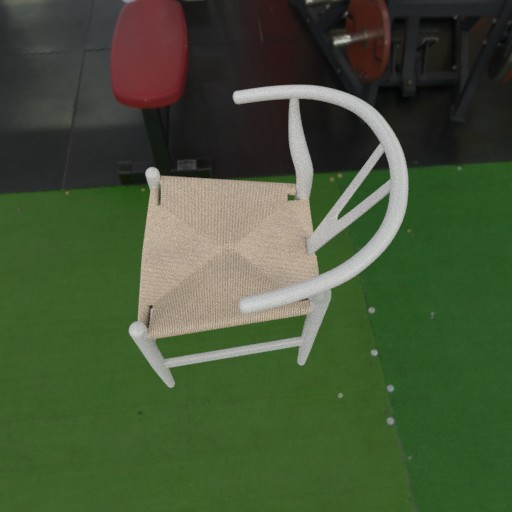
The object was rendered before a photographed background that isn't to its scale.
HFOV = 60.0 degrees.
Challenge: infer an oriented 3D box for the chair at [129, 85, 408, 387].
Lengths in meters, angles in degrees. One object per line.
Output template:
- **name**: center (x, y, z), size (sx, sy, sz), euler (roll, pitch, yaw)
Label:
- **chair**: center (0.000, 0.000, 1.159), size (0.579, 0.730, 0.569), euler (-2, 59, -1)
